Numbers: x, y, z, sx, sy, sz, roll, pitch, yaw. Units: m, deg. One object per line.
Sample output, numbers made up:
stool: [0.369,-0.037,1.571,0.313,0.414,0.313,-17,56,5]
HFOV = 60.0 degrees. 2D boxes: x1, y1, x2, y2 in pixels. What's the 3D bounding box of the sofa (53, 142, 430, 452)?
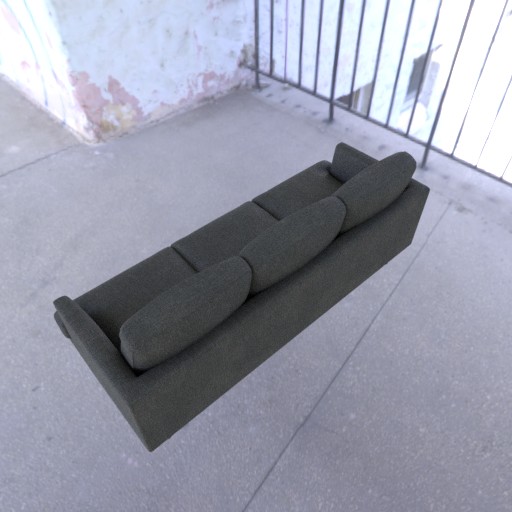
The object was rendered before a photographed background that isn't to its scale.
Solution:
sofa: [0.000,0.000,2.715,2.246,0.930,0.903,-33,54,-28]
